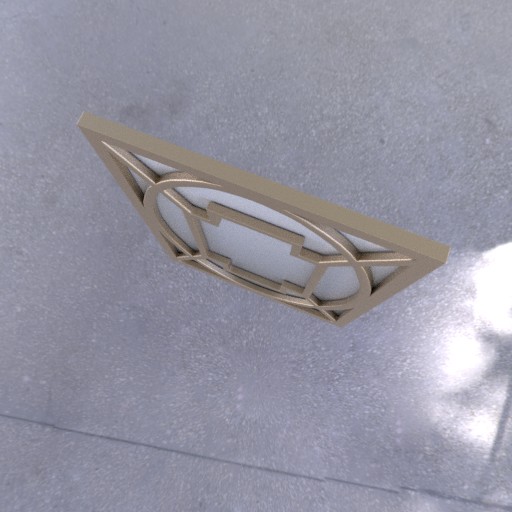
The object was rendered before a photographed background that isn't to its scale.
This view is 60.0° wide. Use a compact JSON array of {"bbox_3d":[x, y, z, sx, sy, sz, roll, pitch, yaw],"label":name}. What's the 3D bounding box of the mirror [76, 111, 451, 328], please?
[{"bbox_3d":[0.000,0.000,1.335,0.756,1.023,0.032,21,75,6],"label":"mirror"}]
